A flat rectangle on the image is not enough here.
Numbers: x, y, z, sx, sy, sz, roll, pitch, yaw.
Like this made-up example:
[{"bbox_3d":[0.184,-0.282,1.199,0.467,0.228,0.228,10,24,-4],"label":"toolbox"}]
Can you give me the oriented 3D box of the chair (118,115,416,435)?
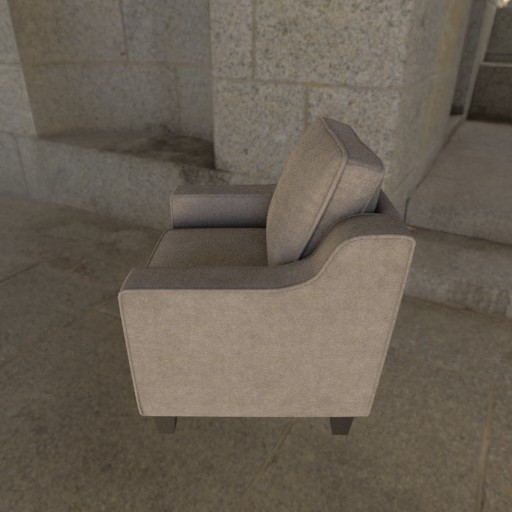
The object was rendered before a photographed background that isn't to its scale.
[{"bbox_3d":[0.000,0.000,1.675,0.840,0.944,0.926,0,27,0],"label":"chair"}]
